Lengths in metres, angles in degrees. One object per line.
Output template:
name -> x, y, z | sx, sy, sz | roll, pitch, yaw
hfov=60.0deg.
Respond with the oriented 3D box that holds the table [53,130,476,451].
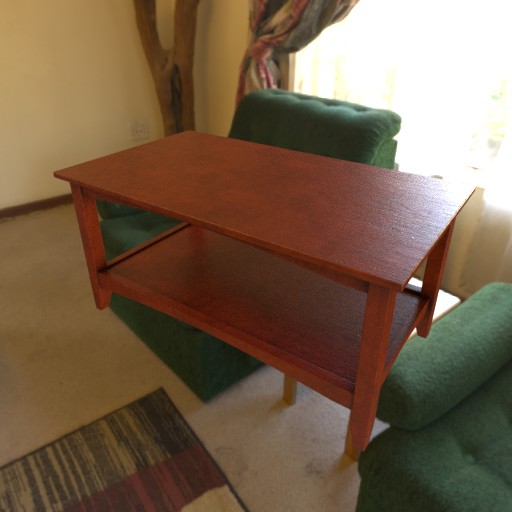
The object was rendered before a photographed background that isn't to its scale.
table -> 0.000, 0.000, 1.242 | 0.943, 0.456, 0.533 | 19, 35, 30
